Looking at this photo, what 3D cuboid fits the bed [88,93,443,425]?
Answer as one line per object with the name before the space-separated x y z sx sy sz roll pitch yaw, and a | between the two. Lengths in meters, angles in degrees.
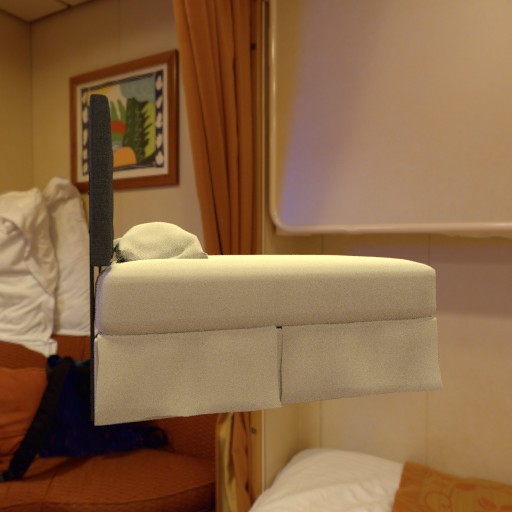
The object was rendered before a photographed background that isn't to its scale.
bed | 0.000 0.000 2.907 1.997 1.571 1.261 0 1 -17
